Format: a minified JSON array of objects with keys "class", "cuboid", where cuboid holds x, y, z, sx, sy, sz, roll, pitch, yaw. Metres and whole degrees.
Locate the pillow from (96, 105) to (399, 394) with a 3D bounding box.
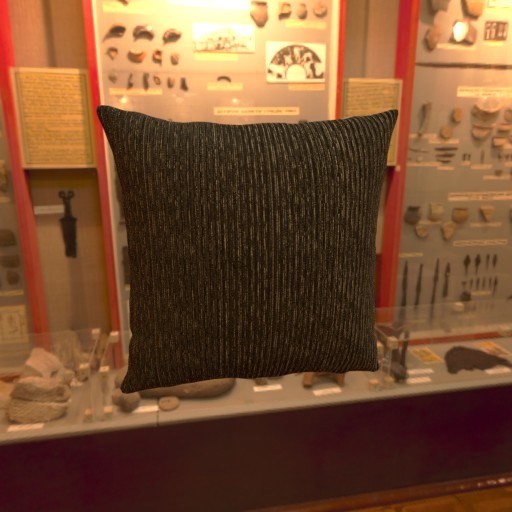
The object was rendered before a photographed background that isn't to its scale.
[{"class":"pillow","cuboid":[0.000,0.000,0.678,0.433,0.434,0.196,-2,15,-9]}]
